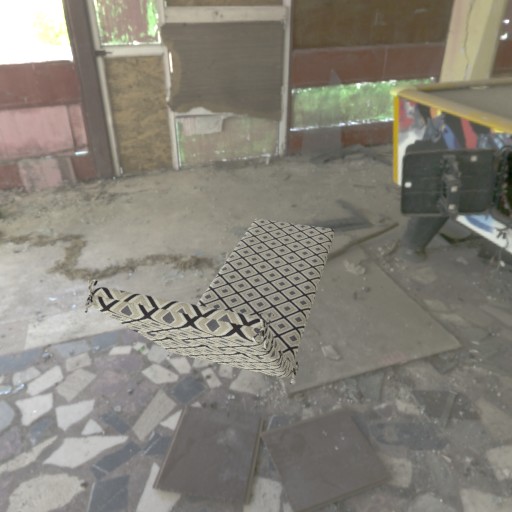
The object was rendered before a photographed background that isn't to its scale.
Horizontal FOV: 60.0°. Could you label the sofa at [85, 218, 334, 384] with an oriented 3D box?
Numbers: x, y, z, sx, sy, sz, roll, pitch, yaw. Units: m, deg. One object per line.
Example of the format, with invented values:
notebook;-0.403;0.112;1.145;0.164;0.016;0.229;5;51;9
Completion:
sofa;0.000;0.000;2.003;0.582;0.622;1.663;9;32;14
